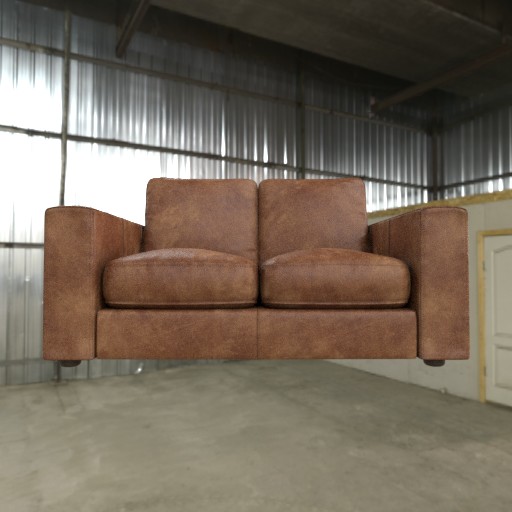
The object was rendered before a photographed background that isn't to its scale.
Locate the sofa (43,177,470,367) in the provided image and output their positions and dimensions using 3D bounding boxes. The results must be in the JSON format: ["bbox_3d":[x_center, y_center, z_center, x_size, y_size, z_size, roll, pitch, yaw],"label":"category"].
[{"bbox_3d":[0.000,0.000,2.185,1.626,0.889,1.041,0,-1,0],"label":"sofa"}]
